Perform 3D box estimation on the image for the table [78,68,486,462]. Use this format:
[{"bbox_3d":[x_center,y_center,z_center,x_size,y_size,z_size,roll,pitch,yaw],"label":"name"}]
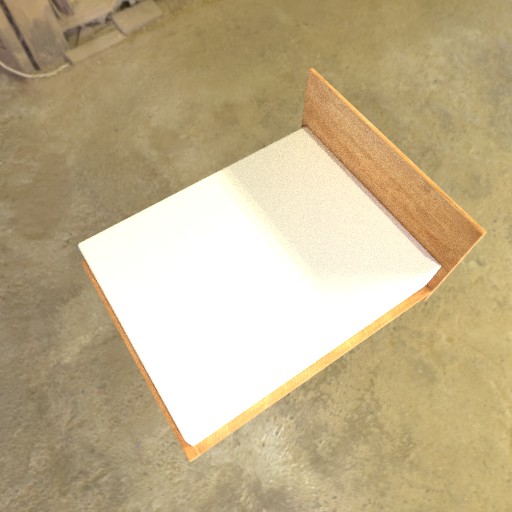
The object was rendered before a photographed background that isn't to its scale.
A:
[{"bbox_3d":[0.000,0.000,3.134,2.149,1.041,1.707,-31,66,-15],"label":"table"}]
